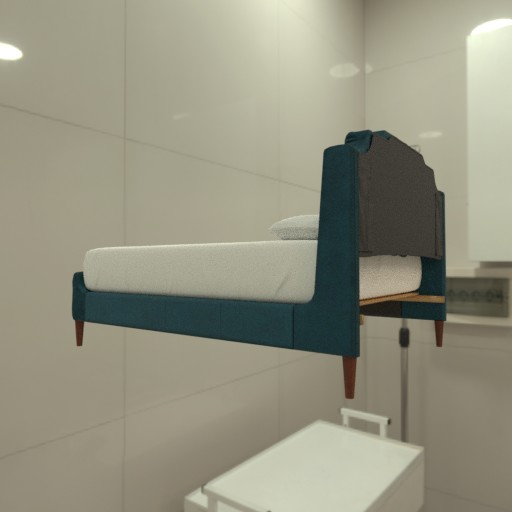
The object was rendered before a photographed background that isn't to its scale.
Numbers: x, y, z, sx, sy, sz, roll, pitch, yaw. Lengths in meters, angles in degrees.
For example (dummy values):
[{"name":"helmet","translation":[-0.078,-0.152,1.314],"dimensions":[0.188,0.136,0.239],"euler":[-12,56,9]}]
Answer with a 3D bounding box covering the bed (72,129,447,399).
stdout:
[{"name":"bed","translation":[0.000,0.000,3.344],"dimensions":[2.322,1.351,1.676],"euler":[-1,-1,36]}]
